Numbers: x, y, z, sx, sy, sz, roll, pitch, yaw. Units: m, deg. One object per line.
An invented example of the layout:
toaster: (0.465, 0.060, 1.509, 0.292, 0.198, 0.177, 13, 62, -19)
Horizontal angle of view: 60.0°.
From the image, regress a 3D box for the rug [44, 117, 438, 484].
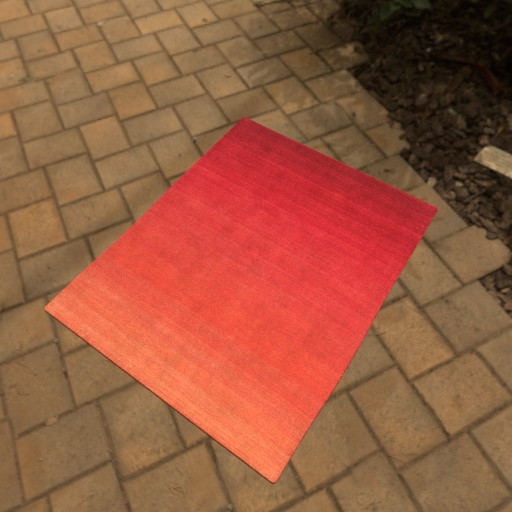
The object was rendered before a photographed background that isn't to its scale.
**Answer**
rug: (0.000, 0.000, 4.000, 2.340, 0.028, 2.905, 30, 62, 18)
